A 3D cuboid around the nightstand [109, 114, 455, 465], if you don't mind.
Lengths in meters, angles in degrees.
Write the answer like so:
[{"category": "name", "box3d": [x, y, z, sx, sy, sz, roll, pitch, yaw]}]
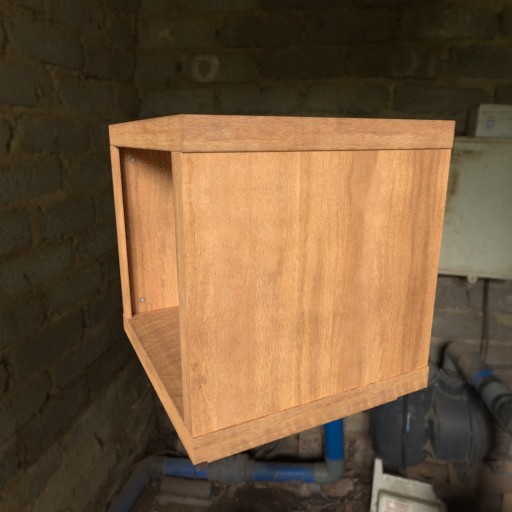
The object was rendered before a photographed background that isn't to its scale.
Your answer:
[{"category": "nightstand", "box3d": [0.000, 0.000, 0.854, 0.436, 0.491, 0.493, -7, 17, -26]}]
